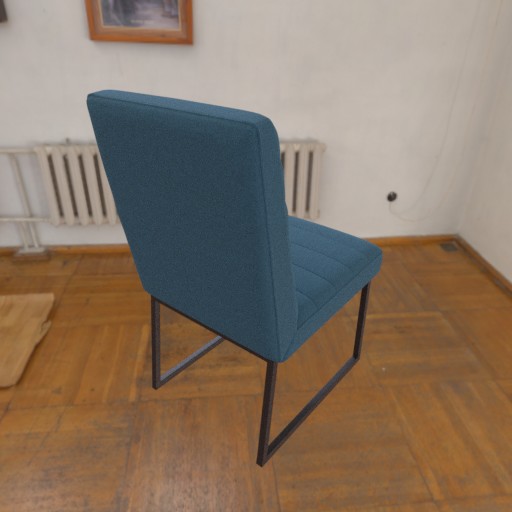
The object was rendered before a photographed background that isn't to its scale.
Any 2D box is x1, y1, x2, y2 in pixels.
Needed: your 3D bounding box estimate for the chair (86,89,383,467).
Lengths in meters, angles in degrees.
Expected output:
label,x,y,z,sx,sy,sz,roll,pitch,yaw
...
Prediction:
label,x,y,z,sx,sy,sz,roll,pitch,yaw
chair,0.000,0.000,1.279,0.520,0.930,0.634,21,35,34
